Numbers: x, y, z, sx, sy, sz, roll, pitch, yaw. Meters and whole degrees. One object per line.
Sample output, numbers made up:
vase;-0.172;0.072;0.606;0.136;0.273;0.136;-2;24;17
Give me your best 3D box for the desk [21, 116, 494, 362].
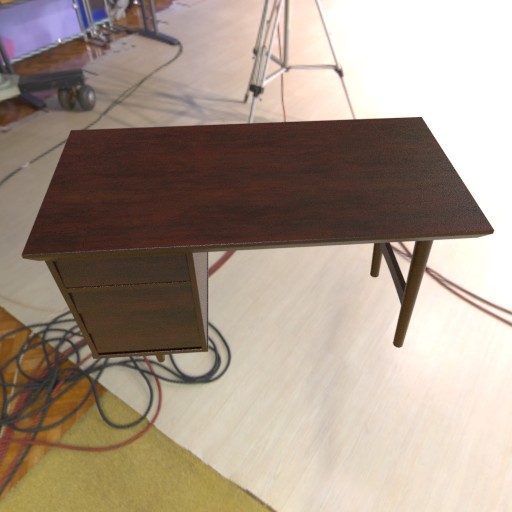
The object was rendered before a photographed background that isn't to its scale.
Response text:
desk;0.000;0.000;1.676;1.277;0.758;0.612;-3;47;-3
